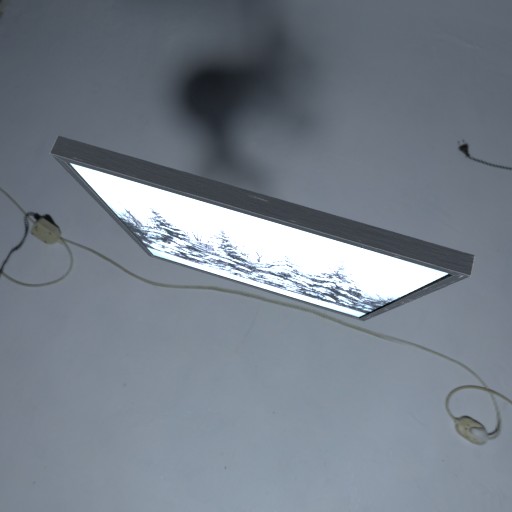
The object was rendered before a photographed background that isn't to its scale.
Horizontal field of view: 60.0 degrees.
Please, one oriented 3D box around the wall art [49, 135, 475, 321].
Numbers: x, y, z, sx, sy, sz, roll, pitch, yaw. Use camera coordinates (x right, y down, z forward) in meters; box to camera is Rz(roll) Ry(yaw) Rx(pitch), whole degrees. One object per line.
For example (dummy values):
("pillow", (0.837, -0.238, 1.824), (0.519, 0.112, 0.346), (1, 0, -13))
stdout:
("wall art", (0.000, 0.000, 1.137), (0.761, 0.761, 0.037), (17, 77, 4))
